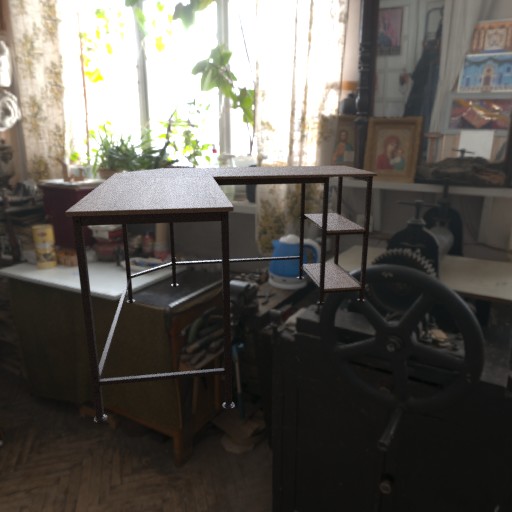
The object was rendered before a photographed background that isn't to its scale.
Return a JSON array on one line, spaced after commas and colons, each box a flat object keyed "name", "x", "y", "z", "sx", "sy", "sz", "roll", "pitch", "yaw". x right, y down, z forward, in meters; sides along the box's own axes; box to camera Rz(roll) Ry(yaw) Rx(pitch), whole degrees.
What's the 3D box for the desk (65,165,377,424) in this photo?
[{"name": "desk", "x": 0.000, "y": 0.000, "z": 2.176, "sx": 1.379, "sy": 0.739, "sz": 1.379, "roll": -3, "pitch": 17, "yaw": -9}]
